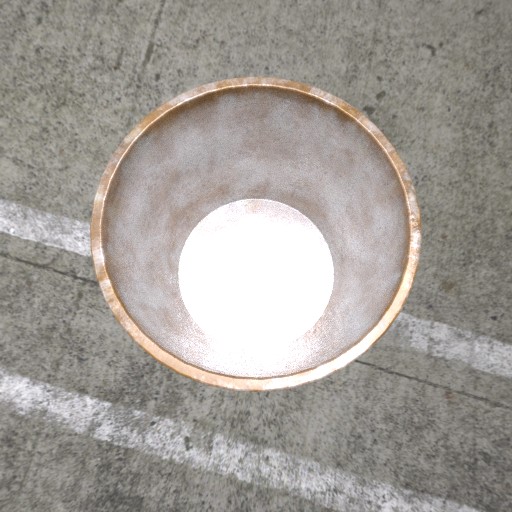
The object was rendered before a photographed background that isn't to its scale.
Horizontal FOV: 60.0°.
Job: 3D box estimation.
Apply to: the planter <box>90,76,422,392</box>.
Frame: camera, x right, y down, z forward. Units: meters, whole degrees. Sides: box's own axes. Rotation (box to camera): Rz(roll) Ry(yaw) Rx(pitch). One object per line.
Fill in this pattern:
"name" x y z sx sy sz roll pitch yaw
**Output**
"planter" 0.000 0.000 0.447 0.255 0.223 0.255 0 75 0
